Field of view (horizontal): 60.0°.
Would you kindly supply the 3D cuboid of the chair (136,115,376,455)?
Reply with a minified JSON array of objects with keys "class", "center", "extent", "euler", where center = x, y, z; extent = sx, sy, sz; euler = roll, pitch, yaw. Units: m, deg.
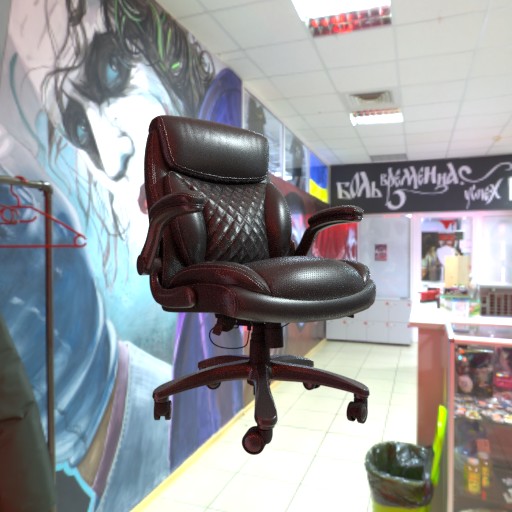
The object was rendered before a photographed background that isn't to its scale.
[{"class":"chair","center":[0.000,0.000,1.621],"extent":[0.782,1.110,0.724],"euler":[0,1,-37]}]
